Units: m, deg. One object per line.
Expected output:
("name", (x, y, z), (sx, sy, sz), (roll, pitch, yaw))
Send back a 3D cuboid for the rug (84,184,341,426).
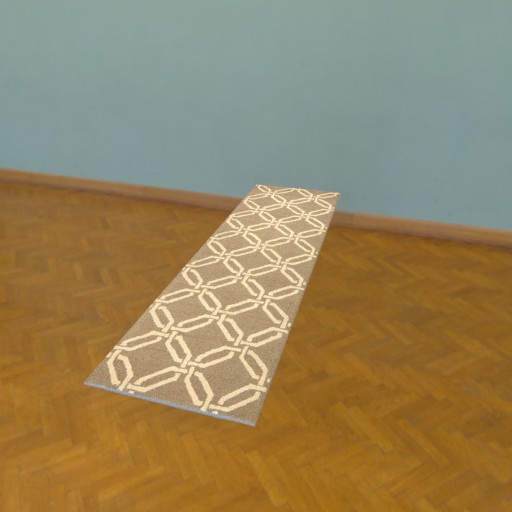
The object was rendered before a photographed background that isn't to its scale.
("rug", (0.000, 0.000, 2.540), (0.678, 0.014, 2.276), (8, 30, 15))
